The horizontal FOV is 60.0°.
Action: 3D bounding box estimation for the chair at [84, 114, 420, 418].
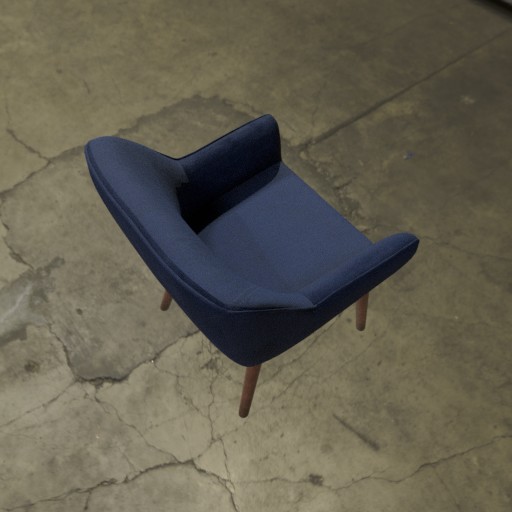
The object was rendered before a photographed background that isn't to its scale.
[{"bbox_3d":[0.000,0.000,1.245,0.600,0.820,0.600,-34,64,-19],"label":"chair"}]
